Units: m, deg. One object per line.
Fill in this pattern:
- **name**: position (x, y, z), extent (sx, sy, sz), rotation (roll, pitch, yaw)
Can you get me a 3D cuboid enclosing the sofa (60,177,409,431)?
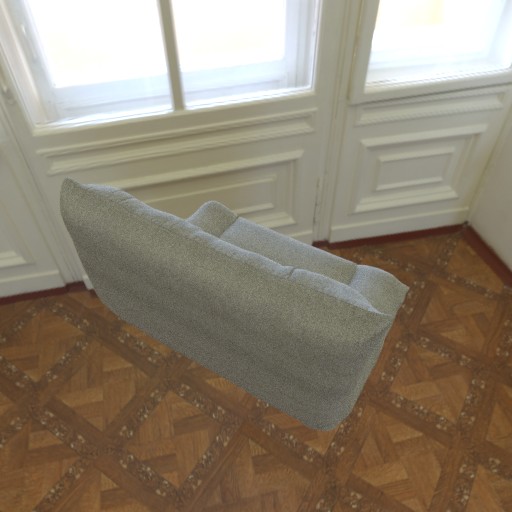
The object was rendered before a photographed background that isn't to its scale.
- **sofa**: position (0.000, 0.000, 1.711), extent (1.144, 0.795, 0.847), rotation (24, 51, 21)
